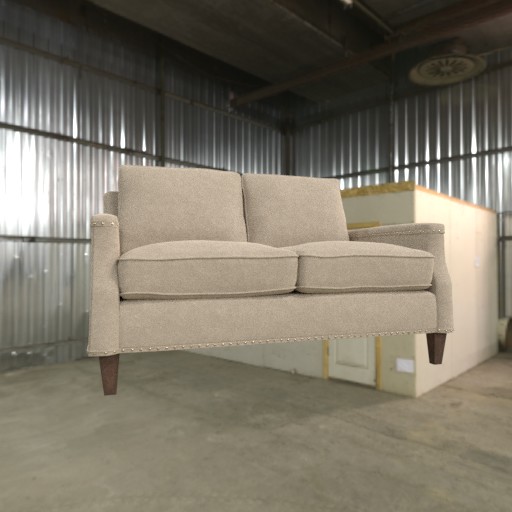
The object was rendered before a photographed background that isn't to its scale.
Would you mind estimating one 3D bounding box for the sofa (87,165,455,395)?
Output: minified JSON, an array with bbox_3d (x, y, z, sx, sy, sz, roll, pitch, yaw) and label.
[{"bbox_3d":[0.000,0.000,2.286,1.597,1.002,1.084,0,0,-18],"label":"sofa"}]
